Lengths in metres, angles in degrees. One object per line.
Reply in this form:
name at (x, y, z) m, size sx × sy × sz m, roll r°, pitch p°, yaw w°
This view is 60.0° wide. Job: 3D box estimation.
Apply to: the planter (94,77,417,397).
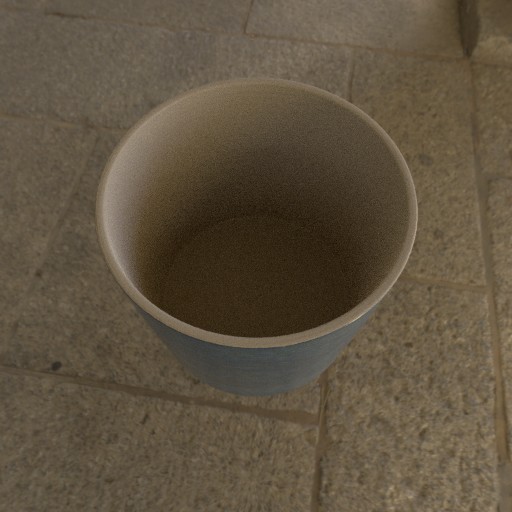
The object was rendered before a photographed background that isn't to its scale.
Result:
planter at (0.000, 0.000, 0.397) m, size 0.221 × 0.201 × 0.221 m, roll 0°, pitch 63°, yaw 0°
